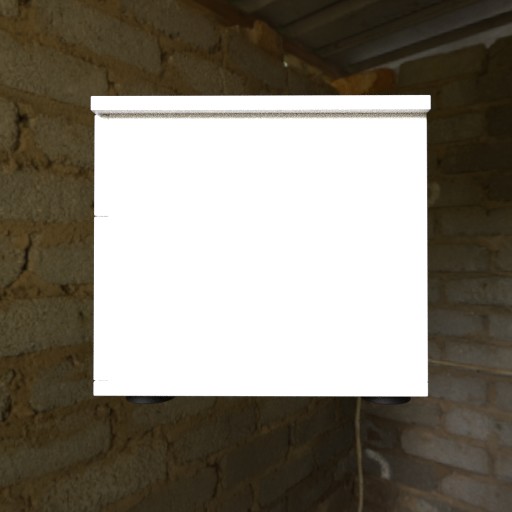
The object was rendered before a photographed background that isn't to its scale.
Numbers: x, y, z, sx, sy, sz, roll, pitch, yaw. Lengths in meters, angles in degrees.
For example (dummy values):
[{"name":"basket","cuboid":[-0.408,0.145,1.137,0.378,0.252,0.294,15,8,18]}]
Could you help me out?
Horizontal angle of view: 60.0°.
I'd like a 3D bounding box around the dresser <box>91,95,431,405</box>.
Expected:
[{"name":"dresser","cuboid":[0.000,0.000,0.717,0.400,0.360,0.430,0,-1,0]}]
